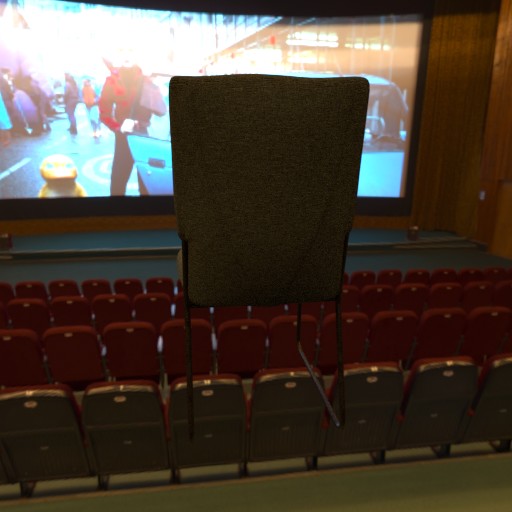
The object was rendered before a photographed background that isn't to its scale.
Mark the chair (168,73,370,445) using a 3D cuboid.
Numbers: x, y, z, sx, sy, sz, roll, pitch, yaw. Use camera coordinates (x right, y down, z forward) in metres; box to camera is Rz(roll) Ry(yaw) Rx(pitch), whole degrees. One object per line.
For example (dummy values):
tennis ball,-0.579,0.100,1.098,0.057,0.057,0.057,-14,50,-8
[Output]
chair,0.000,0.000,1.310,0.480,0.931,0.635,-2,15,-8
